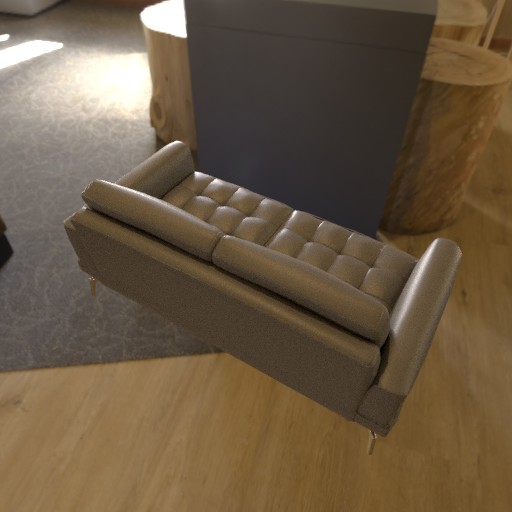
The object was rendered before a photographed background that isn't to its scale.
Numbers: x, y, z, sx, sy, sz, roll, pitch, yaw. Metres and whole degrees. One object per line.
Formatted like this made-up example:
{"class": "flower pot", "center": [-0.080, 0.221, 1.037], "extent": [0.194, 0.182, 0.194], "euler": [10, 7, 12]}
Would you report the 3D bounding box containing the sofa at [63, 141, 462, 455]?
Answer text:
{"class": "sofa", "center": [0.000, 0.000, 2.696], "extent": [2.177, 0.930, 1.121], "euler": [24, 51, 21]}
